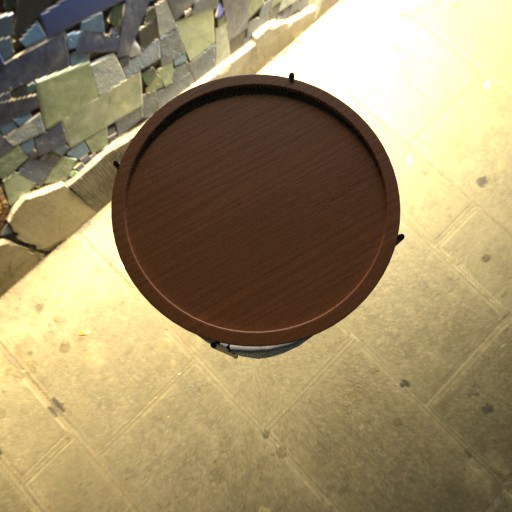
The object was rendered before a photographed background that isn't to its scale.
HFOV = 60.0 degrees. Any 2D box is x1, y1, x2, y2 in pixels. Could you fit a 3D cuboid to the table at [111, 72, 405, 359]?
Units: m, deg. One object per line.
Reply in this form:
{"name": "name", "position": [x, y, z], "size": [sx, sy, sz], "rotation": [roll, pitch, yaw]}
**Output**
{"name": "table", "position": [0.000, 0.000, 0.892], "size": [0.393, 0.623, 0.393], "rotation": [-29, 78, -7]}
